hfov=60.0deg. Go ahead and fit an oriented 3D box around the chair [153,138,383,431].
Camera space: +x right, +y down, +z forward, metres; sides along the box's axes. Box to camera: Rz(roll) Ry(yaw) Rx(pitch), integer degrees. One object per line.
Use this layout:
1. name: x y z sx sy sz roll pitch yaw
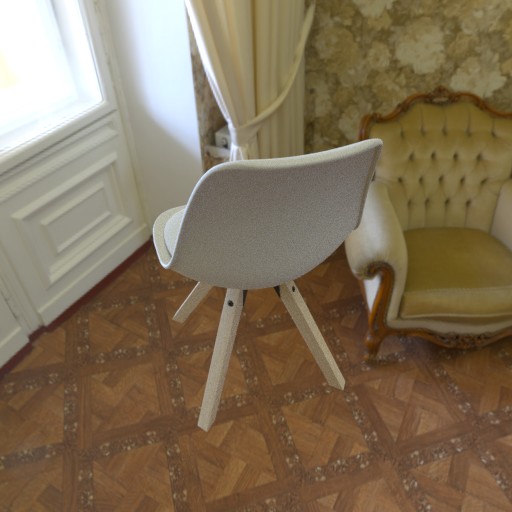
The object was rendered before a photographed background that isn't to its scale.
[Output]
1. chair: 0.000 0.000 1.136 0.485 0.850 0.550 -12 43 -13
